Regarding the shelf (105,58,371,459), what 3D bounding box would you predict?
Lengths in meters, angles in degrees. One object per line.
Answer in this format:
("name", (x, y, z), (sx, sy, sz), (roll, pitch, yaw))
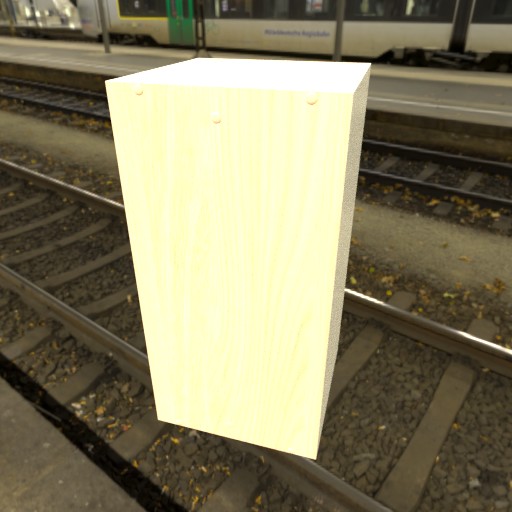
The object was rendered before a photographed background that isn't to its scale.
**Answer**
("shelf", (0.000, 0.000, 0.766), (0.297, 0.594, 0.290), (8, 30, 14))
